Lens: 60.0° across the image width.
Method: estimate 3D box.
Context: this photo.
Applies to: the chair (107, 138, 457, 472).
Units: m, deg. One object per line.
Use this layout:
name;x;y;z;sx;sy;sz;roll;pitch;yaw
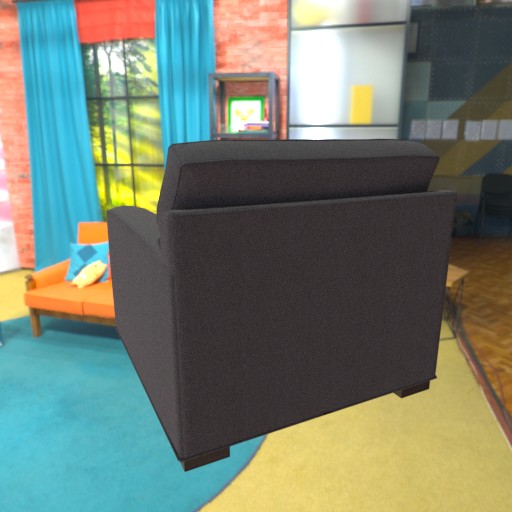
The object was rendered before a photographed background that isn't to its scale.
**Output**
chair;0.000;0.000;1.779;0.997;0.913;1.043;-7;17;-26
